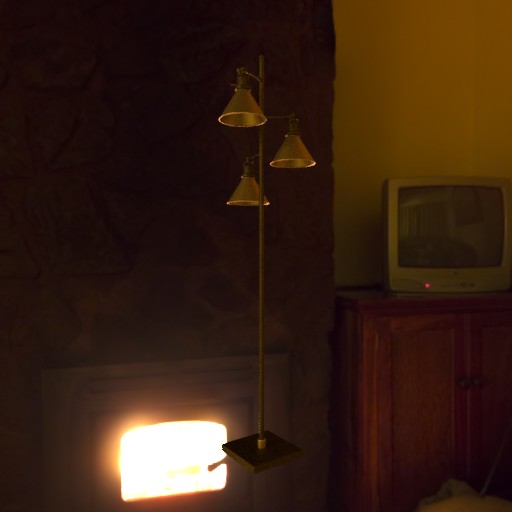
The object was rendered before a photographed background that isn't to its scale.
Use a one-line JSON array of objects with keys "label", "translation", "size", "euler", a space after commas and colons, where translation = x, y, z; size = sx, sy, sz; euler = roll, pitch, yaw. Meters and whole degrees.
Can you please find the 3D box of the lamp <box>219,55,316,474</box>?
[{"label": "lamp", "translation": [0.000, 0.000, 1.924], "size": [0.428, 1.716, 0.415], "euler": [-1, 1, -36]}]
